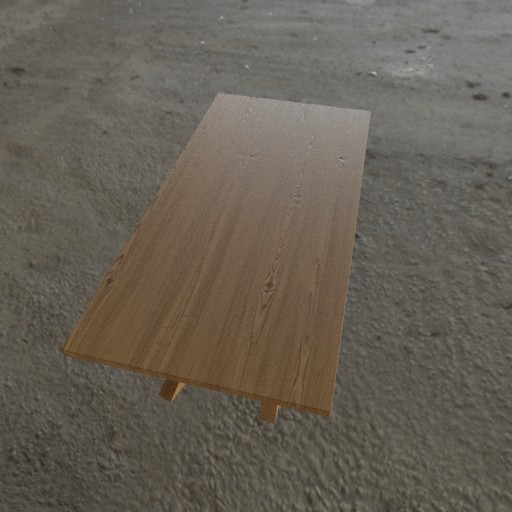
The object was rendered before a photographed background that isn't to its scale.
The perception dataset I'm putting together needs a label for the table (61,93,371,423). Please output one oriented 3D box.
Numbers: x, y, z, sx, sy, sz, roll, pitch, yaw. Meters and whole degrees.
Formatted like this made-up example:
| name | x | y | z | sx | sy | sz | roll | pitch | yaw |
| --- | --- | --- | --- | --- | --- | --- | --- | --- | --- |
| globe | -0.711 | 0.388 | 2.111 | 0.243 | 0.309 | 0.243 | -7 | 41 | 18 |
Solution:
| name | x | y | z | sx | sy | sz | roll | pitch | yaw |
| --- | --- | --- | --- | --- | --- | --- | --- | --- | --- |
| table | 0.000 | 0.000 | 2.267 | 0.901 | 0.750 | 1.797 | 10 | 48 | 9 |
